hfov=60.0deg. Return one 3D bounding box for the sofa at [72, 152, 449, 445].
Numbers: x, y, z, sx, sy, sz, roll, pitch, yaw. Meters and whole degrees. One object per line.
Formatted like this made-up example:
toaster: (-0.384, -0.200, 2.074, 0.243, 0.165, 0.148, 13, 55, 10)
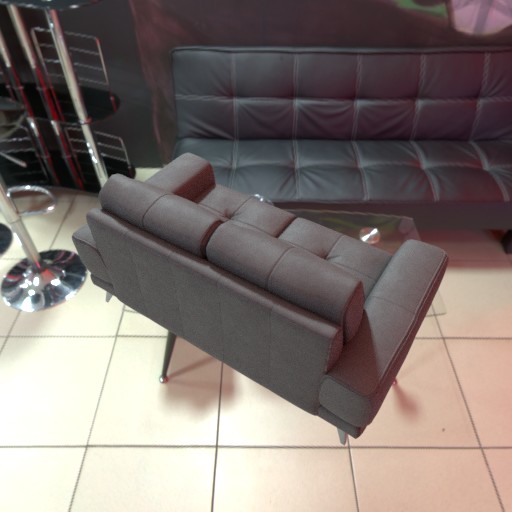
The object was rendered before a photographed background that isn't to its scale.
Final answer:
sofa: (0.000, 0.000, 2.410, 1.806, 0.907, 1.018, 25, 50, 23)
